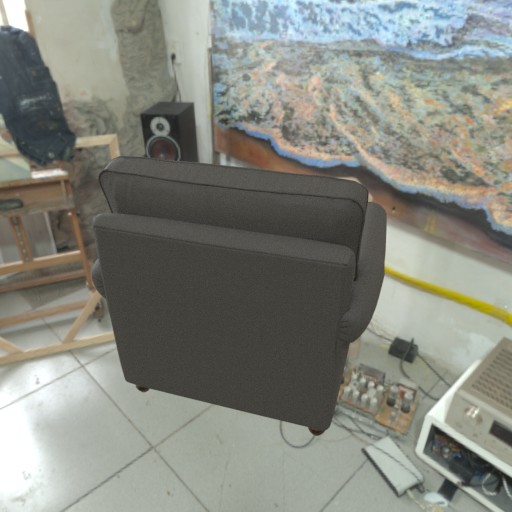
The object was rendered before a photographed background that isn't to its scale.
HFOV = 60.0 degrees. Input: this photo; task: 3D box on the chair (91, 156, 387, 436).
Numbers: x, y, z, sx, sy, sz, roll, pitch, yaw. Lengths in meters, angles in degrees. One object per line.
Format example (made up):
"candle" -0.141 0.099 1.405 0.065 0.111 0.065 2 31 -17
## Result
"chair" 0.000 0.000 1.847 1.029 0.967 0.966 9 32 14
